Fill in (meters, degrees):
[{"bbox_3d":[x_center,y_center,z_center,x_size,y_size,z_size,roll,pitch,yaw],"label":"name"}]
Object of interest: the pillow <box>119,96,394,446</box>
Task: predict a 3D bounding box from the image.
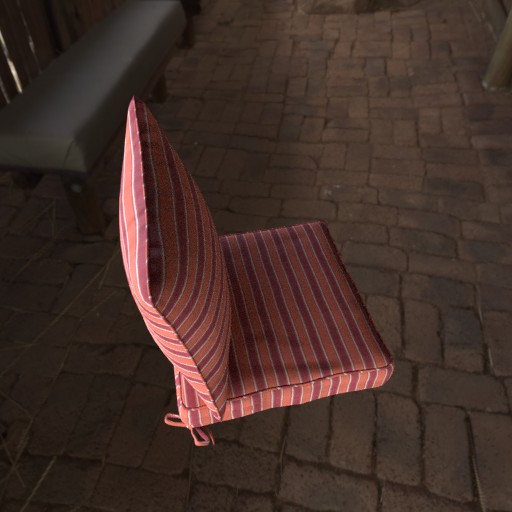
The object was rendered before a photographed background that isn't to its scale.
[{"bbox_3d":[0.000,0.000,1.345,0.733,0.723,0.799,-9,47,-9],"label":"pillow"}]
